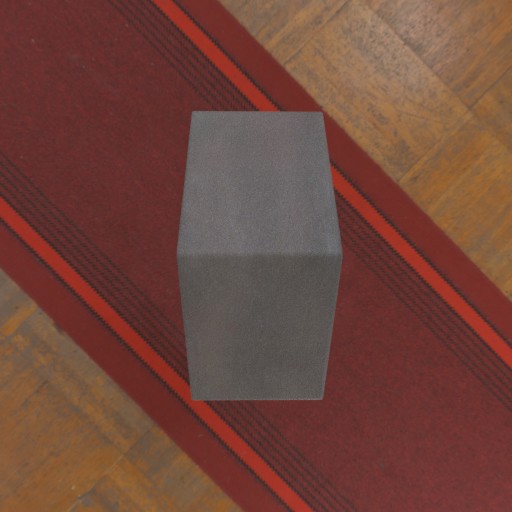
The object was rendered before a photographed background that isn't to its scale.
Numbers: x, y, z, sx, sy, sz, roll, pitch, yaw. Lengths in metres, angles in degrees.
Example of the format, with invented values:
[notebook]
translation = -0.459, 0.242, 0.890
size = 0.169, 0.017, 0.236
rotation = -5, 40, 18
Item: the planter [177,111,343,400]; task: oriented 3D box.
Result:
[planter]
translation = 0.000, 0.000, 0.307
size = 0.077, 0.206, 0.169
rotation = 0, 90, -1
